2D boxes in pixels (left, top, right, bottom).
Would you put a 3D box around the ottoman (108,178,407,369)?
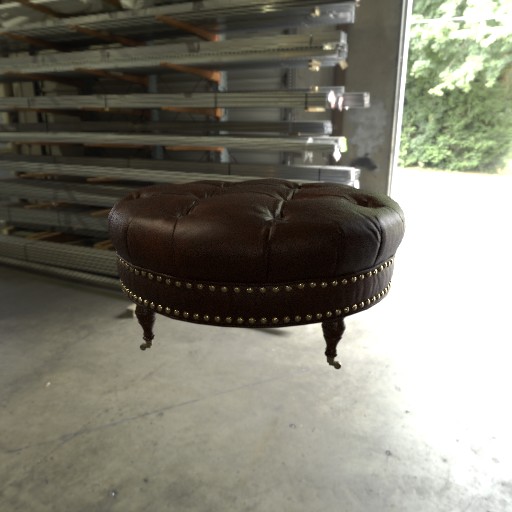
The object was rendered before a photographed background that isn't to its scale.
[{"bbox_3d":[0.000,0.000,1.428,0.901,0.455,0.901,0,16,0],"label":"ottoman"}]
